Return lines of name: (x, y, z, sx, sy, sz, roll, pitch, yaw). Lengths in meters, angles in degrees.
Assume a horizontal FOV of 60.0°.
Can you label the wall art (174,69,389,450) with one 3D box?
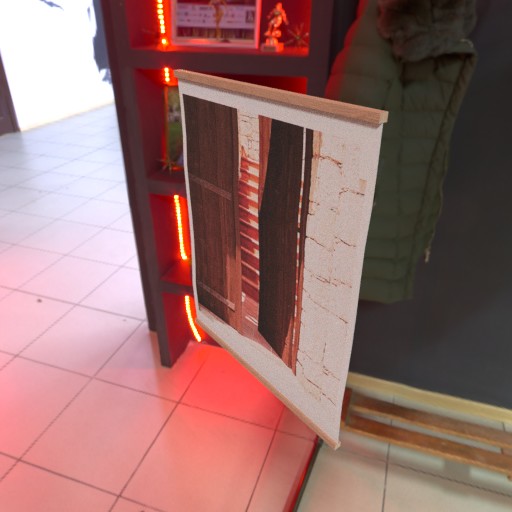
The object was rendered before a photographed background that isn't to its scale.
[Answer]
wall art: (0.000, 0.000, 0.701, 0.013, 0.508, 0.406, -22, 36, -33)
